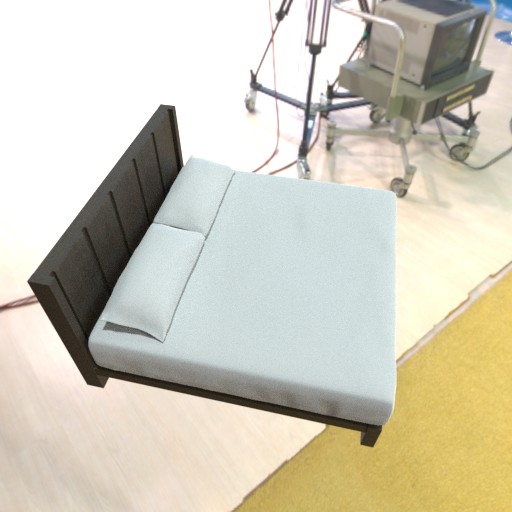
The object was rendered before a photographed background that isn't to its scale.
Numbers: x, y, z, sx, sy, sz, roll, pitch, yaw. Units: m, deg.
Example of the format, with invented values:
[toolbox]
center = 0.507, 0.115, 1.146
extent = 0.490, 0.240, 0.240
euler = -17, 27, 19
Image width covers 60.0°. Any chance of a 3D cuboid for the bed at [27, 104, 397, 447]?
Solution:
[bed]
center = 0.000, 0.000, 3.563
extent = 2.238, 1.261, 2.143
euler = 9, 47, 9
